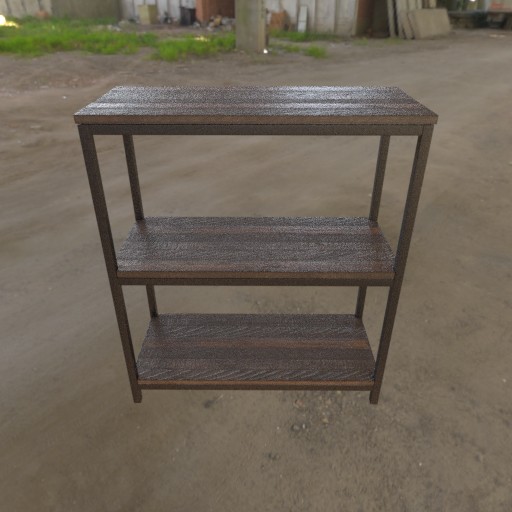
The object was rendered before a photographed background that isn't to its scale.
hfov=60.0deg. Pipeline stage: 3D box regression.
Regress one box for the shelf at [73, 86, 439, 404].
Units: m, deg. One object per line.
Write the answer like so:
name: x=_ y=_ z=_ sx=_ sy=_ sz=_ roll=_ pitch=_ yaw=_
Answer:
shelf: x=0.000 y=0.000 z=1.391 sx=0.822 sy=0.947 sz=0.352 roll=0 pitch=31 yaw=0
